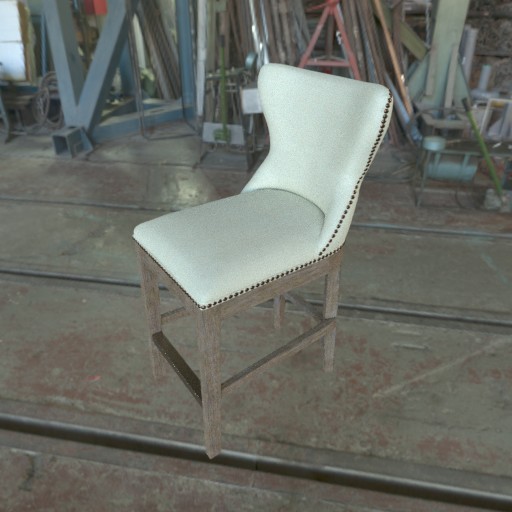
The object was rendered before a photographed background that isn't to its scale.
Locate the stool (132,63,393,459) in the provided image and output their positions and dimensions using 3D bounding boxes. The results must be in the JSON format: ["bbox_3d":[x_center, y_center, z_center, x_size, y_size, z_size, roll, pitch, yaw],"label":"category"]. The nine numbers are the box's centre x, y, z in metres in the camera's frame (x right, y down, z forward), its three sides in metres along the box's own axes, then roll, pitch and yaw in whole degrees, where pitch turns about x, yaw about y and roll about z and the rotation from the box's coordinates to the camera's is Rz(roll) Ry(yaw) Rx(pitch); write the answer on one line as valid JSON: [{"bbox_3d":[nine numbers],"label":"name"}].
[{"bbox_3d":[0.000,0.000,1.321,0.608,0.981,0.498,-21,37,-29],"label":"stool"}]
